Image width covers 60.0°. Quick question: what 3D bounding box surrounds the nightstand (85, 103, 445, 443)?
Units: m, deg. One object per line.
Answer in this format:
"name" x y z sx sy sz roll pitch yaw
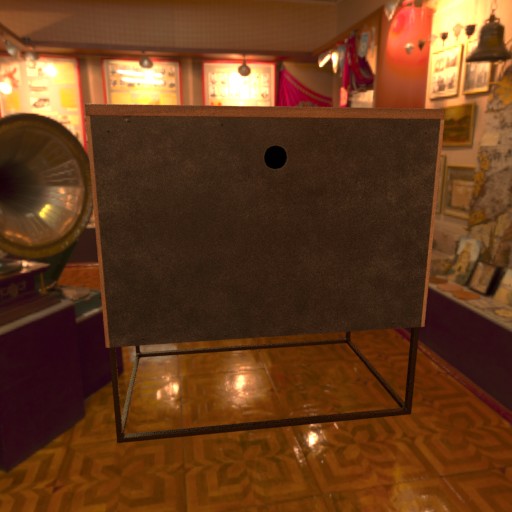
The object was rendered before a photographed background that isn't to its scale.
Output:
"nightstand" 0.000 0.000 1.008 0.605 0.611 0.427 -2 14 -9
